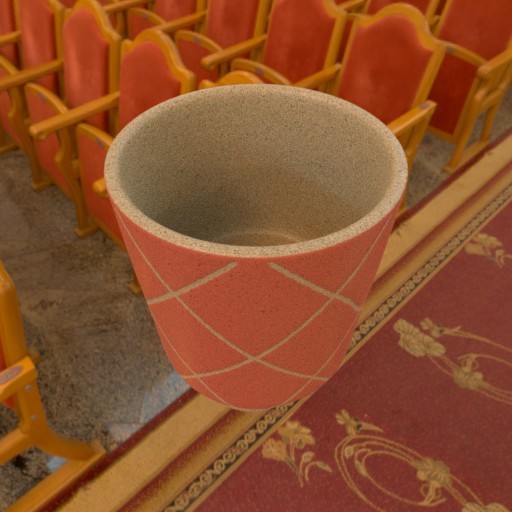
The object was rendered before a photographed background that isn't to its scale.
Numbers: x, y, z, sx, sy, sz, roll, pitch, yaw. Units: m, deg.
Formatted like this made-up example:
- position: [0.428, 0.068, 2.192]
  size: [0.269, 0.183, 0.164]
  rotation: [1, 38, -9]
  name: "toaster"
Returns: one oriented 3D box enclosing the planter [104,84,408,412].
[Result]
- position: [0.000, 0.000, 0.423]
  size: [0.227, 0.235, 0.227]
  rotation: [0, 46, 0]
  name: "planter"
